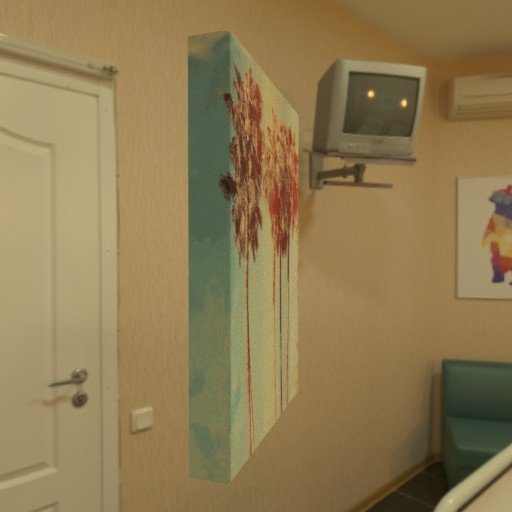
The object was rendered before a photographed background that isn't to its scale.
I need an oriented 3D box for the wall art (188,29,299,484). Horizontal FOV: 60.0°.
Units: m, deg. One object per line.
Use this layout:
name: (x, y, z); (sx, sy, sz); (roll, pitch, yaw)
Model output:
wall art: (0.000, 0.000, 0.493); (0.039, 0.380, 0.251); (0, 1, 19)
